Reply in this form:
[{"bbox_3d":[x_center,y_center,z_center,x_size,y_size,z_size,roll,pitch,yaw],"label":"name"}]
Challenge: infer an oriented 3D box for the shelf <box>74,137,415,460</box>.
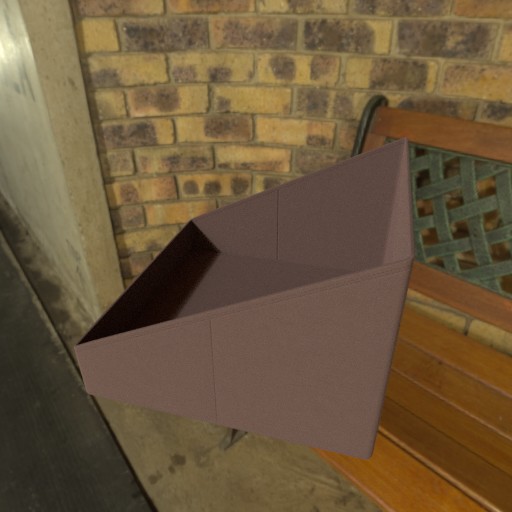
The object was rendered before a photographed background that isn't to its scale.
[{"bbox_3d":[0.000,0.000,0.490,0.292,0.210,0.292,8,32,13],"label":"shelf"}]
